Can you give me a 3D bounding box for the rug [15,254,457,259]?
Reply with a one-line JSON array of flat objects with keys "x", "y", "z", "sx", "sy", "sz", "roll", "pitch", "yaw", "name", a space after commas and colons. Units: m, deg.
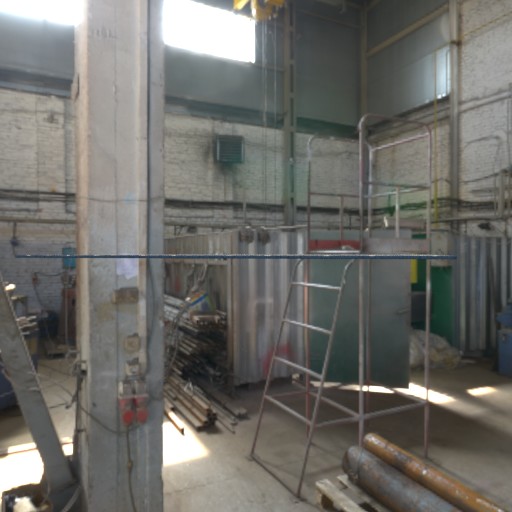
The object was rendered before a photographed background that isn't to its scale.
[{"x": 0.000, "y": 0.000, "z": 3.803, "sx": 2.881, "sy": 0.020, "sz": 2.270, "roll": 0, "pitch": 0, "yaw": 17, "name": "rug"}]
